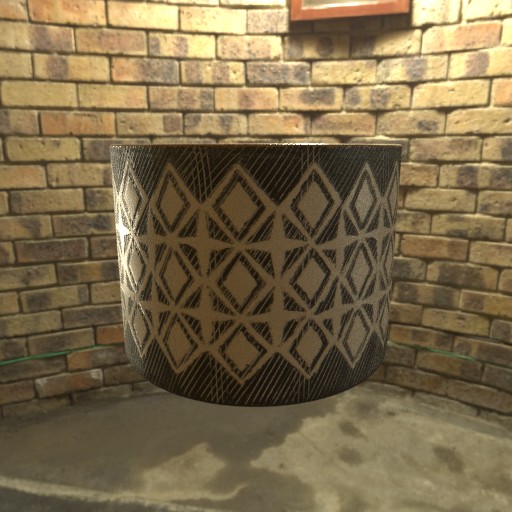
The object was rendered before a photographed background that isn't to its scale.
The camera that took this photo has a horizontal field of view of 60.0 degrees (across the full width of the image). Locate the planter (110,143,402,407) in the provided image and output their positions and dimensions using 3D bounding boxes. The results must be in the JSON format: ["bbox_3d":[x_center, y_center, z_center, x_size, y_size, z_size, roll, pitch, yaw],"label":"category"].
[{"bbox_3d":[0.000,0.000,0.214,0.126,0.104,0.126,0,14,0],"label":"planter"}]
